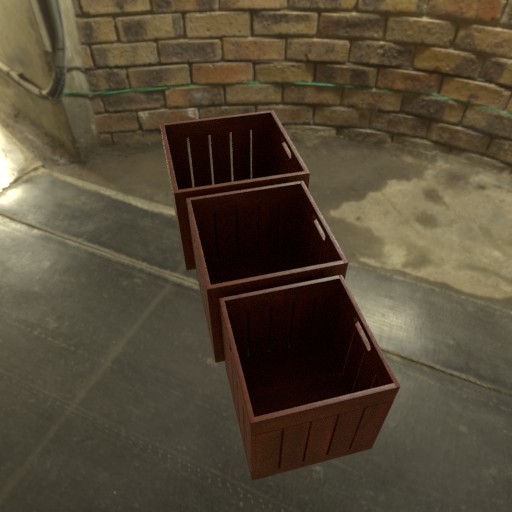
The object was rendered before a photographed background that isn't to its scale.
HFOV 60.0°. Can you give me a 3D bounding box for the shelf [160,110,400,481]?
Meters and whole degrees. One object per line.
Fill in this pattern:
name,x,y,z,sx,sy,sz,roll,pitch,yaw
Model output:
shelf,0.000,0.000,1.263,0.393,0.311,1.064,-10,46,-10
